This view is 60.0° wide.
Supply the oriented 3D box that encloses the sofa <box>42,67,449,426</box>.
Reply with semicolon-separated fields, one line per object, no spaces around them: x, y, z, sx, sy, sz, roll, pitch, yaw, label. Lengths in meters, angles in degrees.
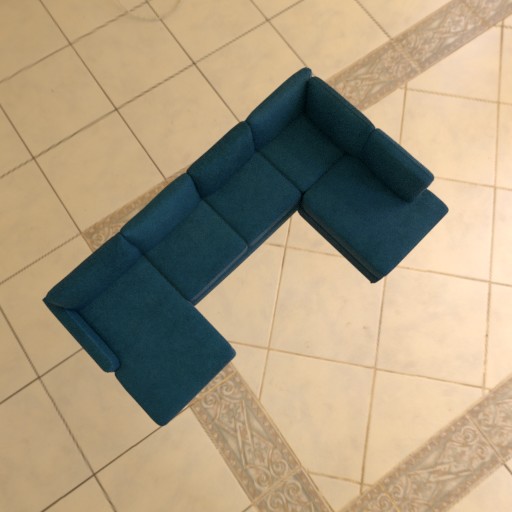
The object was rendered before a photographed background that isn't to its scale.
0.000;0.000;4.303;3.434;0.992;2.055;-44;80;-9;sofa
